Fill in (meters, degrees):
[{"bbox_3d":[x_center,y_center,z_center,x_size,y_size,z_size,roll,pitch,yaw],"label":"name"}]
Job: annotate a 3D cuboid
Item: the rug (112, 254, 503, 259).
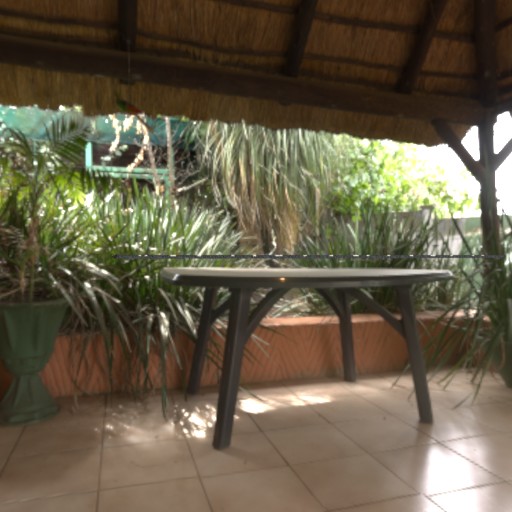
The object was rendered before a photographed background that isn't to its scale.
[{"bbox_3d":[0.000,0.000,3.960,2.439,0.022,3.047,0,0,-18],"label":"rug"}]
